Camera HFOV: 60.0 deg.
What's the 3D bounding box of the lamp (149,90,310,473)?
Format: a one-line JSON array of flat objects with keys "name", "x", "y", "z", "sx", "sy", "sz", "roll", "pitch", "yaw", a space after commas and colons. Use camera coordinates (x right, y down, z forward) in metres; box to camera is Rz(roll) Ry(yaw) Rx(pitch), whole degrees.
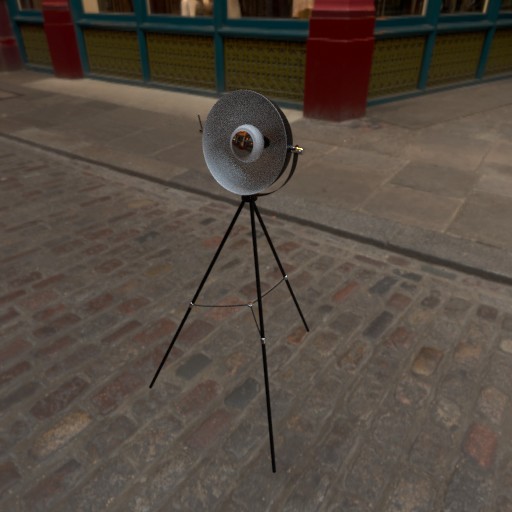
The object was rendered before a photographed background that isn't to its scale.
[{"name": "lamp", "x": 0.000, "y": 0.000, "z": 2.075, "sx": 0.817, "sy": 1.512, "sz": 0.920, "roll": 20, "pitch": 37, "yaw": 28}]
